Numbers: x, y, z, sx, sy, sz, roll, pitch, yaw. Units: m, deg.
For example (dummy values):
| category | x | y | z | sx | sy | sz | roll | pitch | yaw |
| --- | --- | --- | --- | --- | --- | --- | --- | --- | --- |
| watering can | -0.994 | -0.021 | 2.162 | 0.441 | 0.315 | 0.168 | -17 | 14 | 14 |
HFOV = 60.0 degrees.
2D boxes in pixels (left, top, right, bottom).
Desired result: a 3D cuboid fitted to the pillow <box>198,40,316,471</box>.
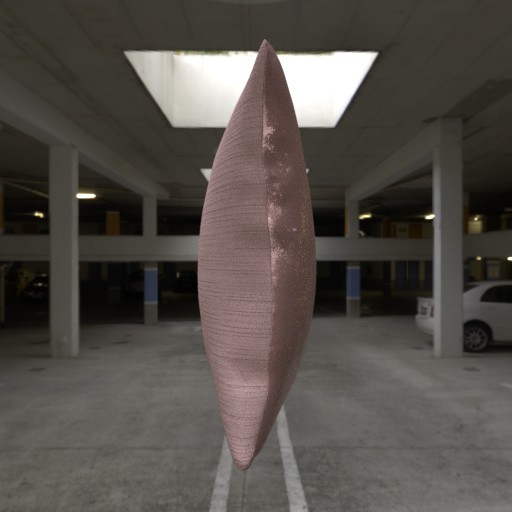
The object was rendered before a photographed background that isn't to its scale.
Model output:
| category | x | y | z | sx | sy | sz | roll | pitch | yaw |
| --- | --- | --- | --- | --- | --- | --- | --- | --- | --- |
| pillow | 0.000 | 0.000 | 0.703 | 0.175 | 0.464 | 0.470 | 0 | 0 | 0 |
